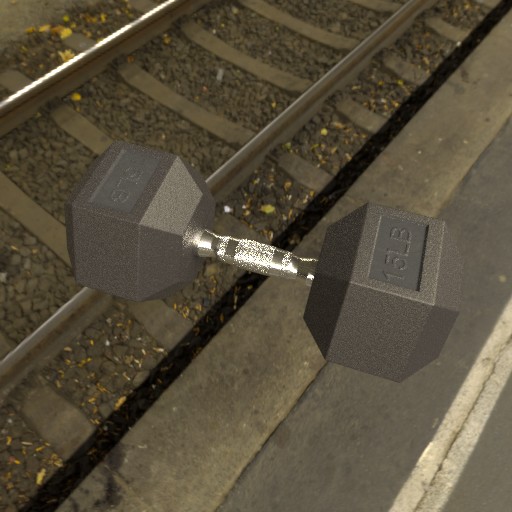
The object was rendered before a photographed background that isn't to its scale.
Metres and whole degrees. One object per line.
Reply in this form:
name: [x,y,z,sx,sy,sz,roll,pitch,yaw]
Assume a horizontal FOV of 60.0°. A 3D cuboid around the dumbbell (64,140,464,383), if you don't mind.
dumbbell: [0.000,0.000,0.326,0.271,0.106,0.122,15,60,9]
